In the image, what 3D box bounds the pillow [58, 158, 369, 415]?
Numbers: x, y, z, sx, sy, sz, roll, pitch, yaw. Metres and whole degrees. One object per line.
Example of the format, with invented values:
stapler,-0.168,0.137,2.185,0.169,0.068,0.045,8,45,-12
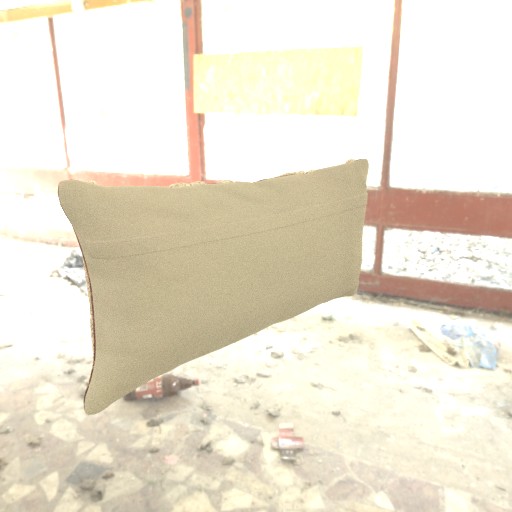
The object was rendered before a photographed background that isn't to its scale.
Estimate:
pillow,0.000,0.000,0.723,0.608,0.295,0.161,-15,22,-42
